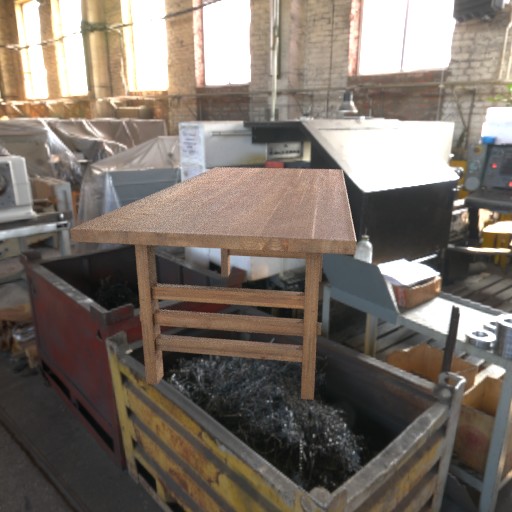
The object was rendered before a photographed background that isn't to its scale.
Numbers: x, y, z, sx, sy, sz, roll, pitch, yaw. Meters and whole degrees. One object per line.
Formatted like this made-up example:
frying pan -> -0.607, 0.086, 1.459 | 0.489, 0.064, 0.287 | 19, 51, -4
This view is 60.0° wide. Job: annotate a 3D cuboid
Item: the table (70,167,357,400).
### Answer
table -> 0.000, 0.000, 2.487 | 0.952, 0.760, 2.003 | 3, 17, 9
